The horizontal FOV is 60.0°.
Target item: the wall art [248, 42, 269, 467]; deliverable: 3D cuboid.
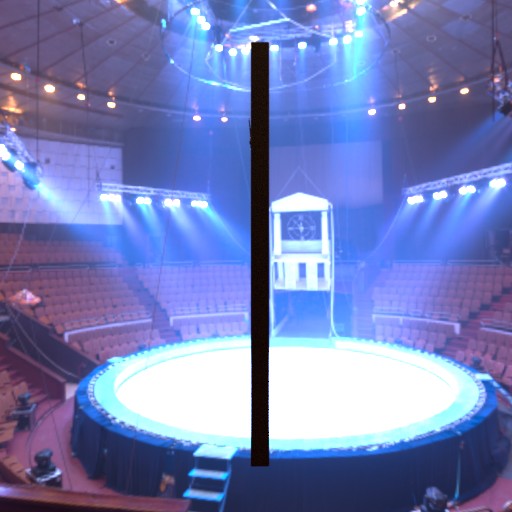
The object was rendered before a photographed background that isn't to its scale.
[{"bbox_3d":[0.000,0.000,1.243,0.043,0.807,0.805,0,-1,-1],"label":"wall art"}]
